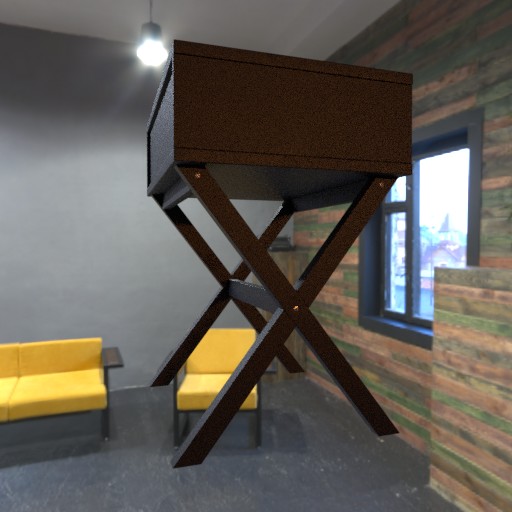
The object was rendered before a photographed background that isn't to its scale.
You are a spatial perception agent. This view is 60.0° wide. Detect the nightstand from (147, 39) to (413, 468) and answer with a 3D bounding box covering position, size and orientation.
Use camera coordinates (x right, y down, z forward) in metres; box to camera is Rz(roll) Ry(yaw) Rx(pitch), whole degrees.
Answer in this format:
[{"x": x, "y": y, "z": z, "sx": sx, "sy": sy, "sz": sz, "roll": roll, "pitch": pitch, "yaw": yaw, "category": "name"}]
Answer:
[{"x": 0.000, "y": 0.000, "z": 0.919, "sx": 0.402, "sy": 0.623, "sz": 0.479, "roll": 0, "pitch": 1, "yaw": -18, "category": "nightstand"}]
